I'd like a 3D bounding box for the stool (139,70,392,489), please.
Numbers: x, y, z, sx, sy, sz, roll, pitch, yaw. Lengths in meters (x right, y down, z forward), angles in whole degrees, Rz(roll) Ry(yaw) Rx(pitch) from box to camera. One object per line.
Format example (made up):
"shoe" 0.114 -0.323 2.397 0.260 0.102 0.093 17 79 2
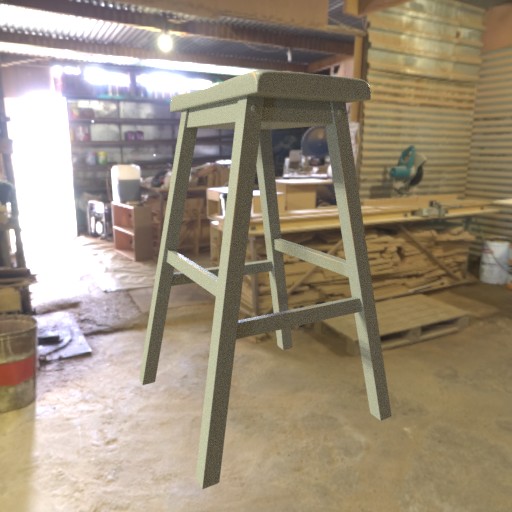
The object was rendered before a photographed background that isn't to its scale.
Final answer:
"stool" 0.000 0.000 1.038 0.476 0.737 0.457 -7 15 -28
